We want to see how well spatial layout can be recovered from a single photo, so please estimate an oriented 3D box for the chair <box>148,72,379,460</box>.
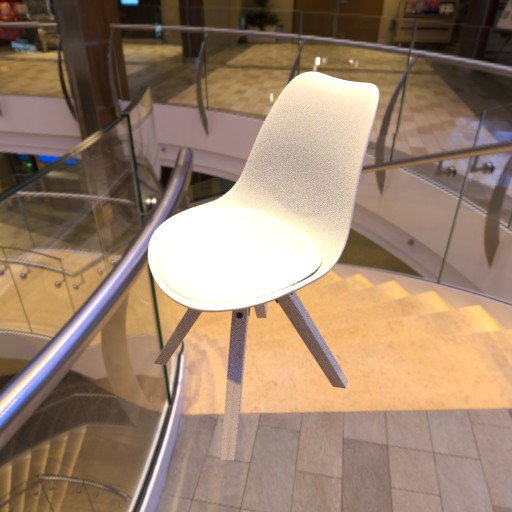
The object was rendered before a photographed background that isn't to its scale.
[{"bbox_3d":[0.000,0.000,1.191,0.550,0.850,0.485,-21,37,-30],"label":"chair"}]
